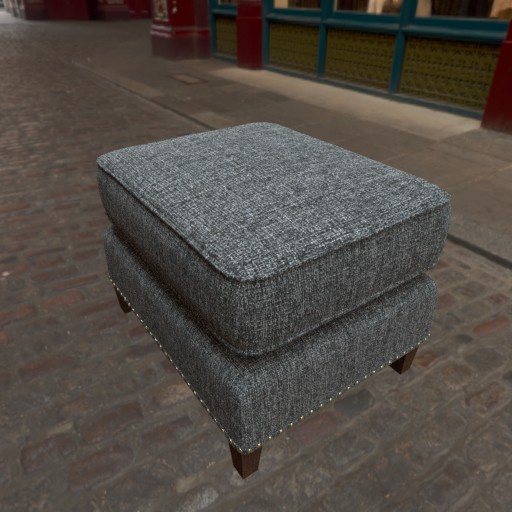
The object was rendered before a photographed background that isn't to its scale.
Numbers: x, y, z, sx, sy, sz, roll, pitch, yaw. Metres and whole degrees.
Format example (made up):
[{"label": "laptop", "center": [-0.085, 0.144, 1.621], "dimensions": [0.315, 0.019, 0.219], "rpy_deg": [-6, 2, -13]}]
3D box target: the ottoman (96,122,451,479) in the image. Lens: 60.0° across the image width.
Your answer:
[{"label": "ottoman", "center": [0.000, 0.000, 1.145], "dimensions": [0.589, 0.537, 0.738], "rpy_deg": [-21, 38, -29]}]
